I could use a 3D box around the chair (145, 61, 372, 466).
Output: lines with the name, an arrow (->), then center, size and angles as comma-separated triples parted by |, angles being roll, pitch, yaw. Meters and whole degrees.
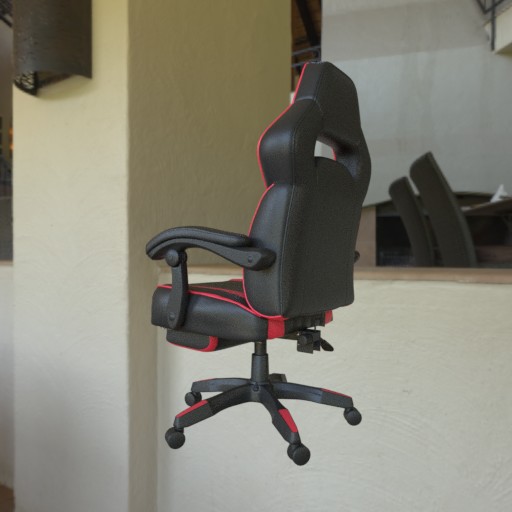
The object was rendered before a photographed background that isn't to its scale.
chair -> 0.000, 0.000, 1.620 | 0.700, 1.220, 0.700 | 0, 0, 36
